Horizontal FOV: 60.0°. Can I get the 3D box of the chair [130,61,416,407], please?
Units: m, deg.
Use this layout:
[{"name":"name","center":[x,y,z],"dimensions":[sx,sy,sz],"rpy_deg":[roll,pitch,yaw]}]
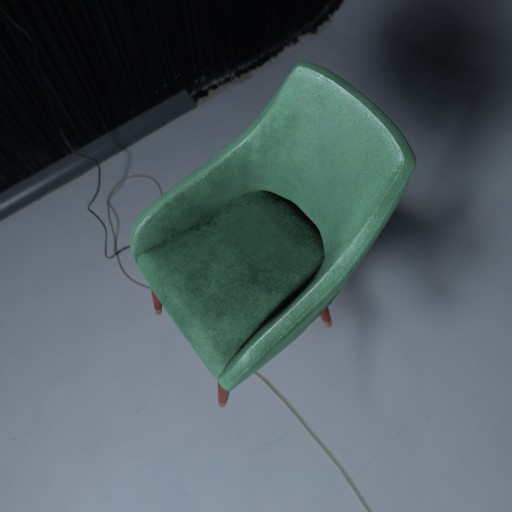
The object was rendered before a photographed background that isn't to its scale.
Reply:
[{"name":"chair","center":[0.000,0.000,1.628],"dimensions":[0.794,1.081,0.683],"rpy_deg":[-34,68,-16]}]
